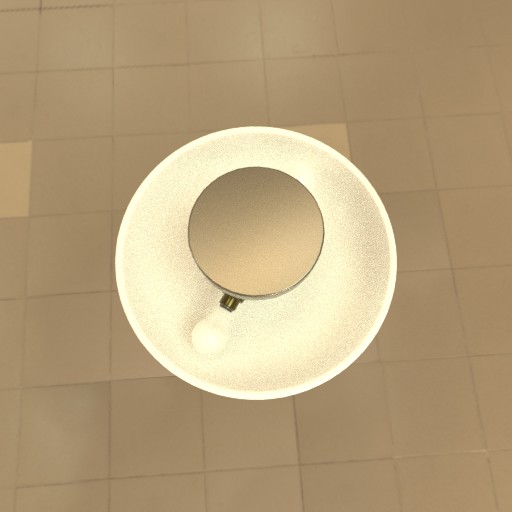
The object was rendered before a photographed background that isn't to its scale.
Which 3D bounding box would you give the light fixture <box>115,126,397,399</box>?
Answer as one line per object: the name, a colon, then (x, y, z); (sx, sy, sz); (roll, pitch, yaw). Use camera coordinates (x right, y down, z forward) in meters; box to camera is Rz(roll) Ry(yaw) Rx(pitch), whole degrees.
light fixture: (0.000, 0.000, 0.537); (0.330, 0.214, 0.330); (0, 76, 0)
